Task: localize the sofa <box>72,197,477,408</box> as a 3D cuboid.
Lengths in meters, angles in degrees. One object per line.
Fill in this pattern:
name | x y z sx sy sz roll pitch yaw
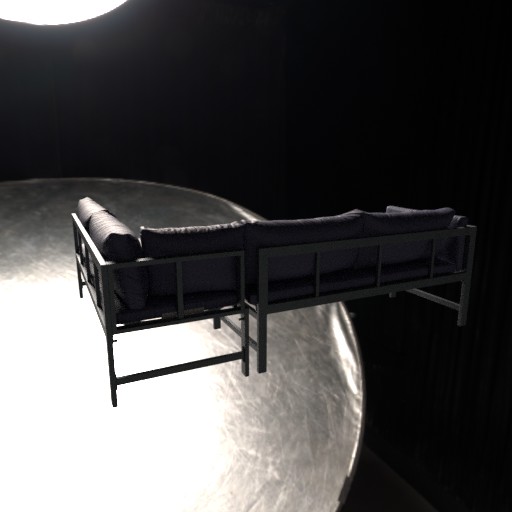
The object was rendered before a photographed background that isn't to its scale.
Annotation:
sofa | 0.000 0.000 2.975 2.149 0.762 1.658 -6 15 -25
